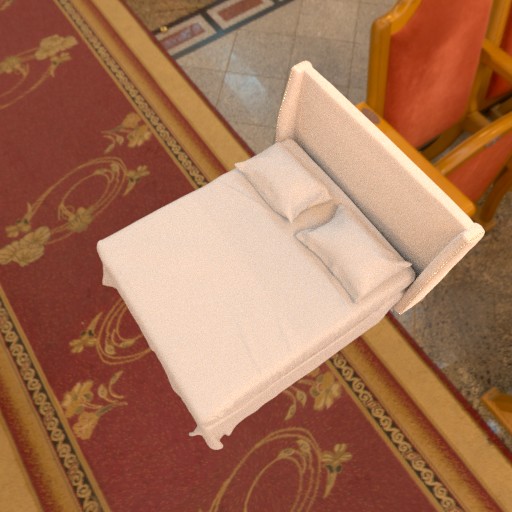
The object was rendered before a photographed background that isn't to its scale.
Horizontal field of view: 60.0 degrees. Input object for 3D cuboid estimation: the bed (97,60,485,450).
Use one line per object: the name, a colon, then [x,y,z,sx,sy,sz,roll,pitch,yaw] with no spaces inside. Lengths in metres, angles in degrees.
bed: [0.000,0.000,3.456,2.276,1.332,1.925,-31,68,-14]
